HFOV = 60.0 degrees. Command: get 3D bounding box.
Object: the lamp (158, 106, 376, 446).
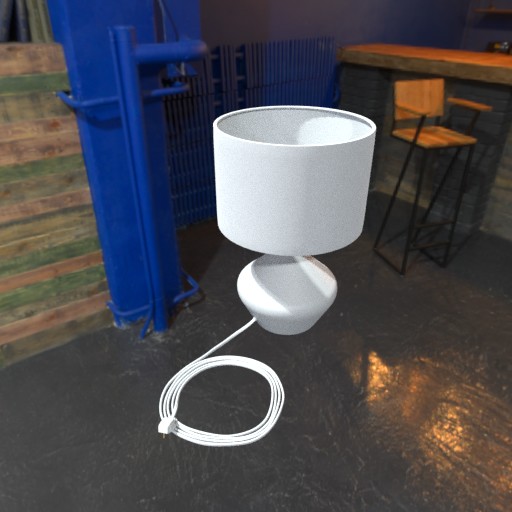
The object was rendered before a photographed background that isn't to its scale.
[{"bbox_3d":[0.000,0.000,0.860,0.546,0.457,0.401,-19,35,-30],"label":"lamp"}]
